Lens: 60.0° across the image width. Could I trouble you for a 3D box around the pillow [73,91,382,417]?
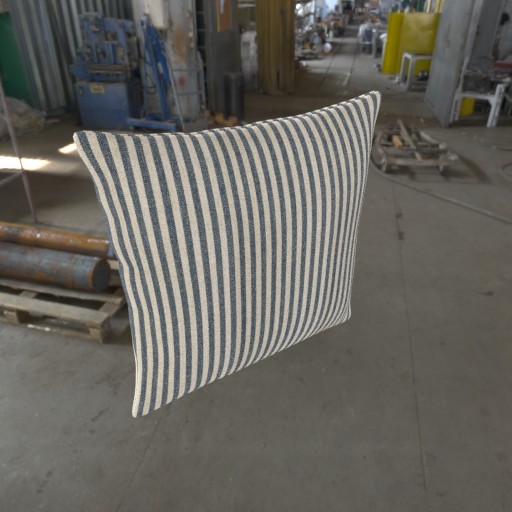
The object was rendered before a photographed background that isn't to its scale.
[{"bbox_3d":[0.000,0.000,0.781,0.523,0.510,0.166,-18,35,-28],"label":"pillow"}]
